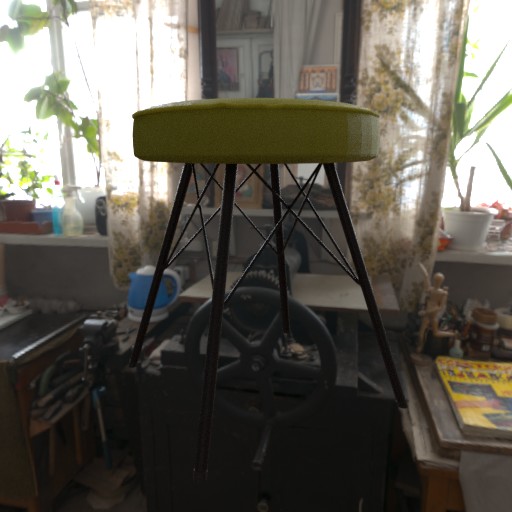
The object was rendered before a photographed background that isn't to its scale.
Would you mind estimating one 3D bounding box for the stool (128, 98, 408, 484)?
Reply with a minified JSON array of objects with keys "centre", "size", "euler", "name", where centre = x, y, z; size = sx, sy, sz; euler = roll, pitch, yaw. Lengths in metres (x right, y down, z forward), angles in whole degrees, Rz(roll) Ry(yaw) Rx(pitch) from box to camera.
[{"centre":[0.000,0.000,0.802],"size":[0.409,0.508,0.409],"euler":[-7,14,-28],"name":"stool"}]
